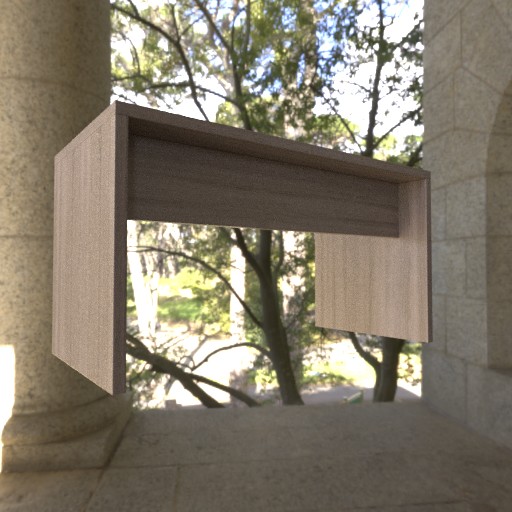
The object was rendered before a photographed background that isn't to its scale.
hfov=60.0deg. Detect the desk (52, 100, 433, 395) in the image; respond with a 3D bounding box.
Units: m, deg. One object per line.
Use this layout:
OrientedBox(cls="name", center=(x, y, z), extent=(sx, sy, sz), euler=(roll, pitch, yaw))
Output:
OrientedBox(cls="desk", center=(0.000, 0.000, 1.791), extent=(1.380, 0.745, 0.690), euler=(1, -2, -36))
